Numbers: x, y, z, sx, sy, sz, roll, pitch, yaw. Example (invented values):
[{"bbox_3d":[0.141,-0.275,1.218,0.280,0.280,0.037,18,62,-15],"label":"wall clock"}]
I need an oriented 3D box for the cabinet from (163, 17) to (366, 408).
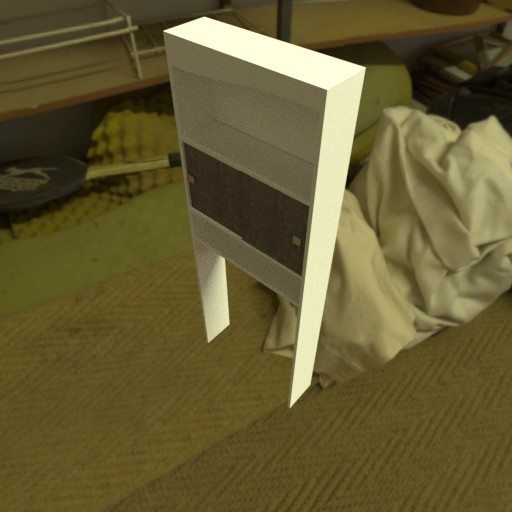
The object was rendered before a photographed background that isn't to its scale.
[{"bbox_3d":[0.000,0.000,1.957,0.643,1.770,0.192,32,53,28],"label":"cabinet"}]
